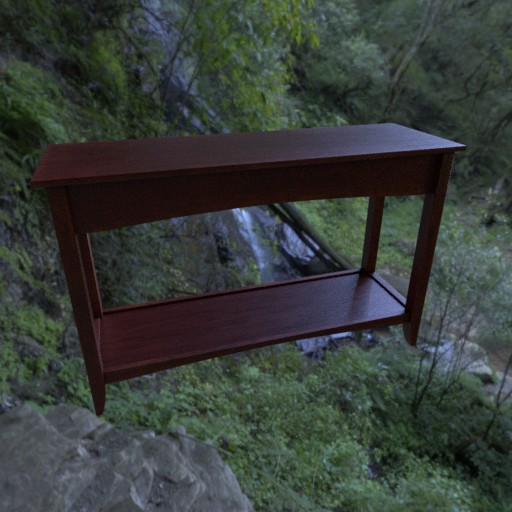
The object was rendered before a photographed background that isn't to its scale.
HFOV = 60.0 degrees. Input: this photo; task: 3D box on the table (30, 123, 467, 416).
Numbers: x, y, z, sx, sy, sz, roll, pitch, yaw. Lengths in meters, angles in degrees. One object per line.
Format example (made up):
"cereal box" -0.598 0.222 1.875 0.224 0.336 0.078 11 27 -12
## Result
"table" 0.000 0.000 1.484 1.188 0.739 0.392 -8 28 -16
